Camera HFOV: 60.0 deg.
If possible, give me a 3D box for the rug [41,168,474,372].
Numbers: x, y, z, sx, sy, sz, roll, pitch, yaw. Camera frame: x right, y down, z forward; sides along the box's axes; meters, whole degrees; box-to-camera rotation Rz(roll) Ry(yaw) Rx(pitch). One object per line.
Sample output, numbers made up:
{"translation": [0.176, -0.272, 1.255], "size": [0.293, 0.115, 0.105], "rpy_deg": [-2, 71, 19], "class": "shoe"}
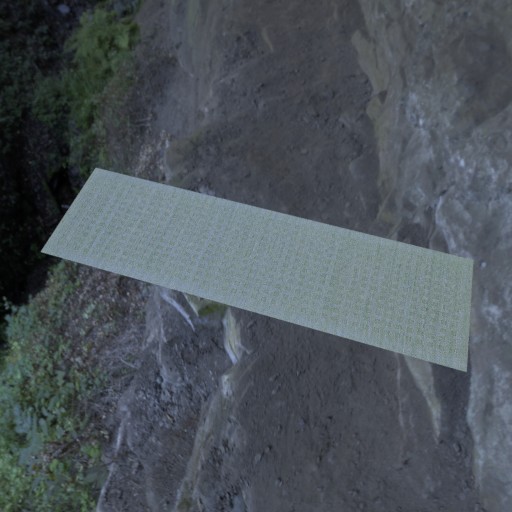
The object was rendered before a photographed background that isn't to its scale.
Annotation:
{"translation": [0.000, 0.000, 2.595], "size": [2.437, 0.006, 0.686], "rpy_deg": [15, 60, 9], "class": "rug"}
